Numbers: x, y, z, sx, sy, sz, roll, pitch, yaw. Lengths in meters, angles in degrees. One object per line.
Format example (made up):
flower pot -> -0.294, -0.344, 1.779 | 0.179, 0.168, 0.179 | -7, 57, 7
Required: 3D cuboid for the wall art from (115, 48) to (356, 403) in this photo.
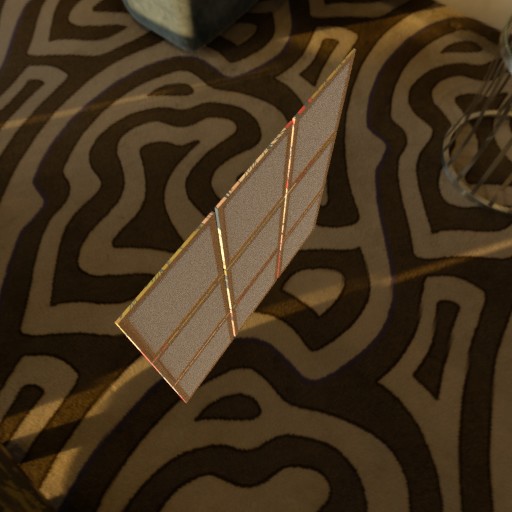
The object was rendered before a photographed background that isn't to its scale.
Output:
wall art -> 0.000, 0.000, 2.336 | 0.013, 1.534, 1.519 | 32, 67, 15
